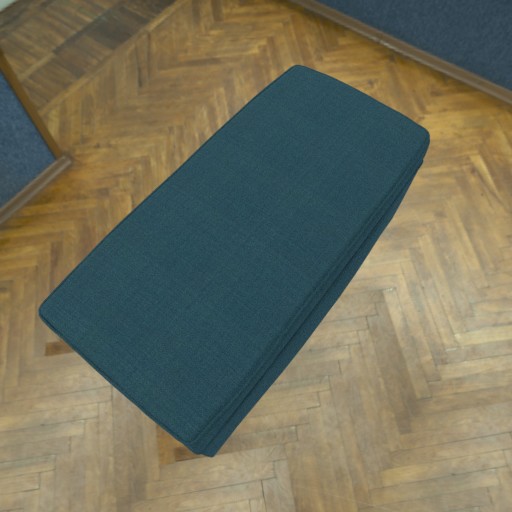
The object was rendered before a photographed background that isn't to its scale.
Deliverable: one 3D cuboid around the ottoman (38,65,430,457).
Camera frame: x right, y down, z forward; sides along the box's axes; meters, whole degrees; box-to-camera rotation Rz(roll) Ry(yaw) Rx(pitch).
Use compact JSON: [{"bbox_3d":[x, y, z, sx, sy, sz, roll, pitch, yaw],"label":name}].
[{"bbox_3d":[0.000,0.000,1.200,0.474,0.474,0.943,35,69,16],"label":"ottoman"}]
